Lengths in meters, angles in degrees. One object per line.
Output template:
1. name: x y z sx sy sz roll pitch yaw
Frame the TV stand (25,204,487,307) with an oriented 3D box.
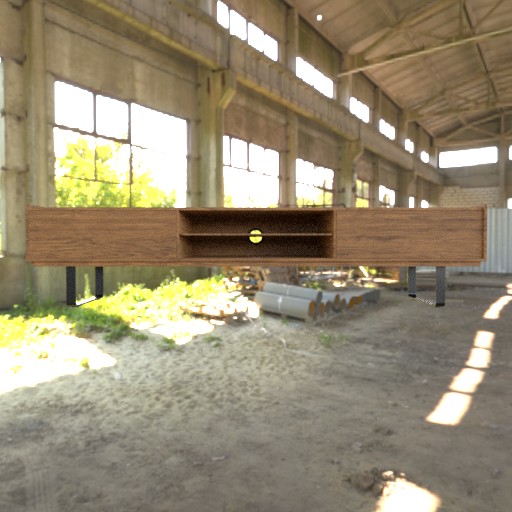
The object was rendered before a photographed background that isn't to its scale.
1. TV stand: 0.000 0.000 1.956 1.796 0.415 0.467 0 1 0
